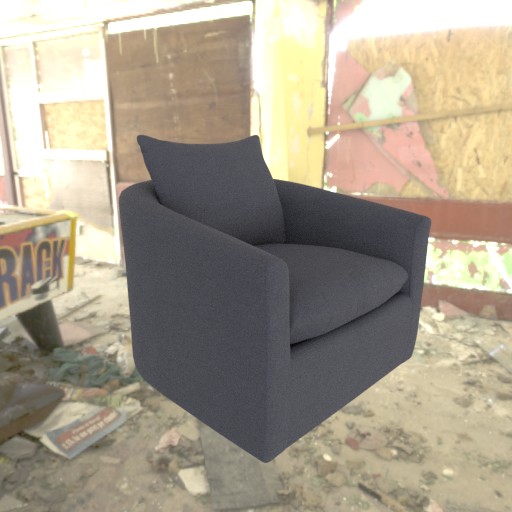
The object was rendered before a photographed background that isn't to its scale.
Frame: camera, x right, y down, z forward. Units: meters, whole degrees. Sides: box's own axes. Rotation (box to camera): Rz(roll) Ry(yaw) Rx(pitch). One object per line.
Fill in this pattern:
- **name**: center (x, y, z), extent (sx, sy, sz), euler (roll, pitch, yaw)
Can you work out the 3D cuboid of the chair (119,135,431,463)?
- **chair**: center (0.000, 0.000, 1.594), extent (0.910, 0.848, 0.845), euler (14, 20, 43)
